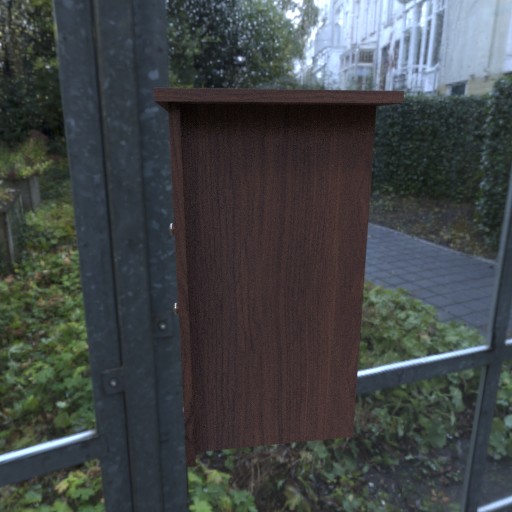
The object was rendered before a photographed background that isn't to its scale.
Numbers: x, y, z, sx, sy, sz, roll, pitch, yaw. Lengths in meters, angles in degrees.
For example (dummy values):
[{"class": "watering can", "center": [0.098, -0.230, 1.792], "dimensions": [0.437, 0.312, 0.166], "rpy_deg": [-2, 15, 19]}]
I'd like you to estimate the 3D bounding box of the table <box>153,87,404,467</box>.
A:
[{"class": "table", "center": [0.000, 0.000, 1.075], "dimensions": [0.406, 0.711, 0.589], "rpy_deg": [-2, 16, -8]}]
